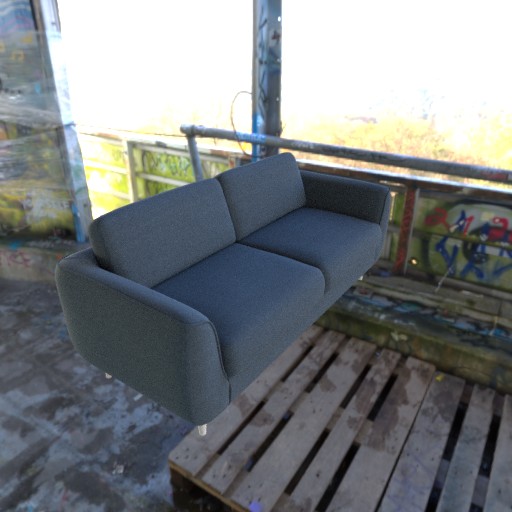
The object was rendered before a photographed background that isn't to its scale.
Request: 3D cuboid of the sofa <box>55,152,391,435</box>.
[{"bbox_3d":[0.000,0.000,2.506,0.920,0.850,2.000,17,30,31],"label":"sofa"}]
